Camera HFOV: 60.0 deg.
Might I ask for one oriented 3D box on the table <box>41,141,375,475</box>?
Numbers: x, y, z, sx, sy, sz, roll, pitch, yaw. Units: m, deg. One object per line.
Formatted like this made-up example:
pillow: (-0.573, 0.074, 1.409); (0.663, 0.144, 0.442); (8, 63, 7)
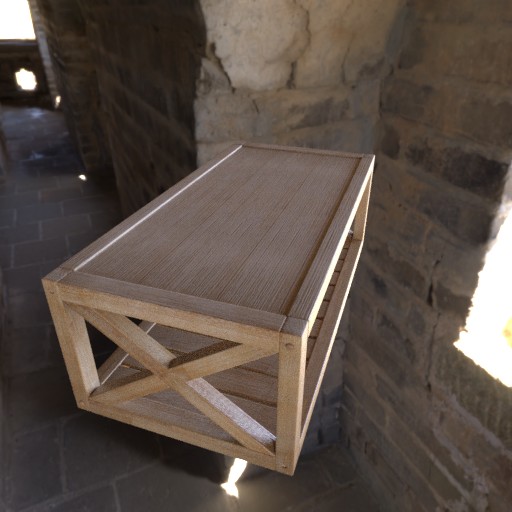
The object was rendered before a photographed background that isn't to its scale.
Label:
table: (0.000, 0.000, 1.640); (0.660, 0.457, 1.321); (10, 31, 17)
